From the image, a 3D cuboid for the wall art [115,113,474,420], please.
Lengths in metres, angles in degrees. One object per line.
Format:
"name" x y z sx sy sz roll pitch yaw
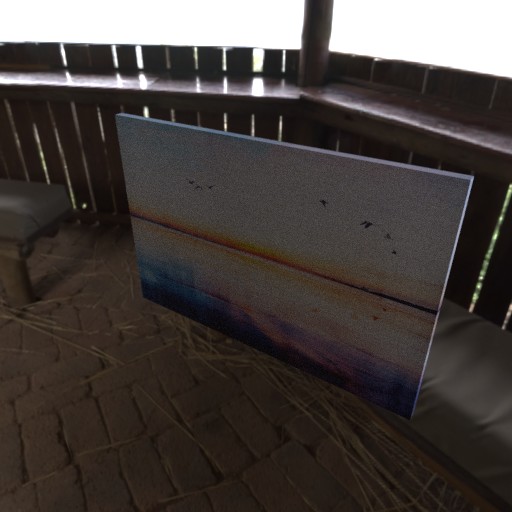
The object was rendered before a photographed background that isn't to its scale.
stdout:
"wall art" 0.000 0.000 1.428 1.137 0.756 0.034 19 35 29
